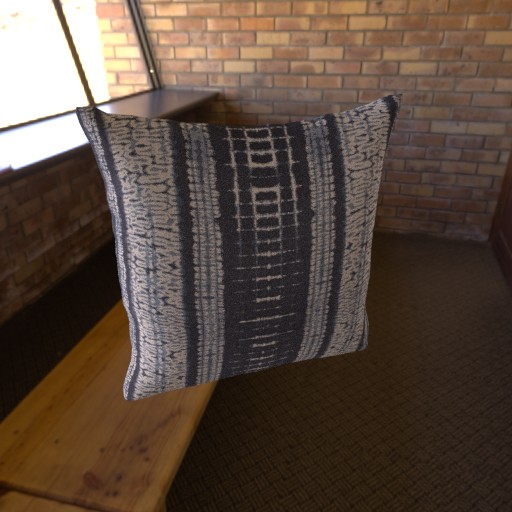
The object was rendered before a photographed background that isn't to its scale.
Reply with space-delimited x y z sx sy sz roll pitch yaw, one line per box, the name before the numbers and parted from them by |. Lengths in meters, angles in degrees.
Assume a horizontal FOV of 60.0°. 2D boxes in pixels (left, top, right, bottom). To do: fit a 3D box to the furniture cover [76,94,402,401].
furniture cover | 0.000 0.000 0.646 0.425 0.435 0.133 -8 28 -16
